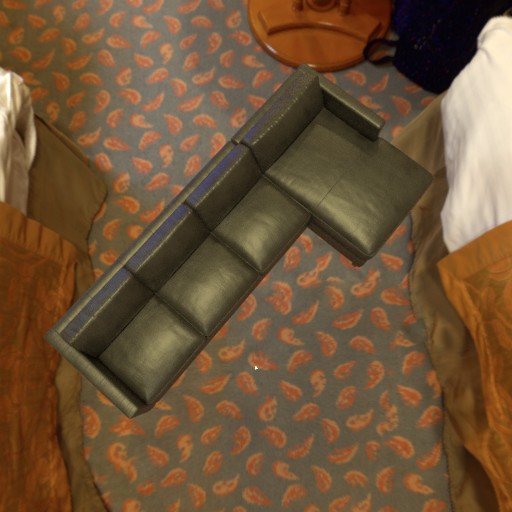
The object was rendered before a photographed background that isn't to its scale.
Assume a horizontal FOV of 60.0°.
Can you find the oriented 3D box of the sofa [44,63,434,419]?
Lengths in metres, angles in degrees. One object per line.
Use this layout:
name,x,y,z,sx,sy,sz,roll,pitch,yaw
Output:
sofa,0.000,0.000,3.849,1.581,0.883,3.203,39,79,9
